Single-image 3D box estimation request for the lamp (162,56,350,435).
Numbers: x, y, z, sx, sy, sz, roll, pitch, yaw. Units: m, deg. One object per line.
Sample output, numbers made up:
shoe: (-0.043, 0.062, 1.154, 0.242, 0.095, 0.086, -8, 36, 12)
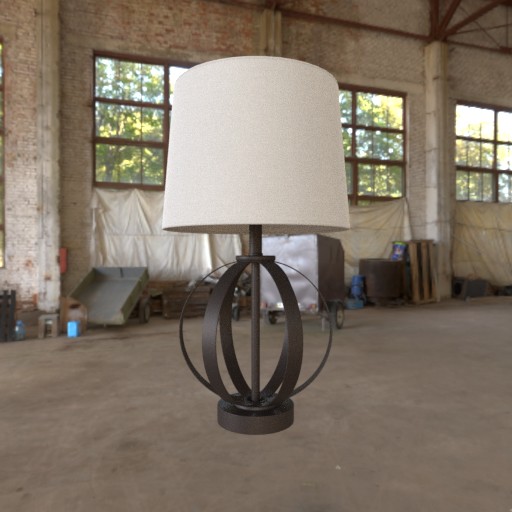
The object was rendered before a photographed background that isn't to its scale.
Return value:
lamp: (0.000, 0.000, 0.690, 0.286, 0.510, 0.286, 0, 0, 0)
